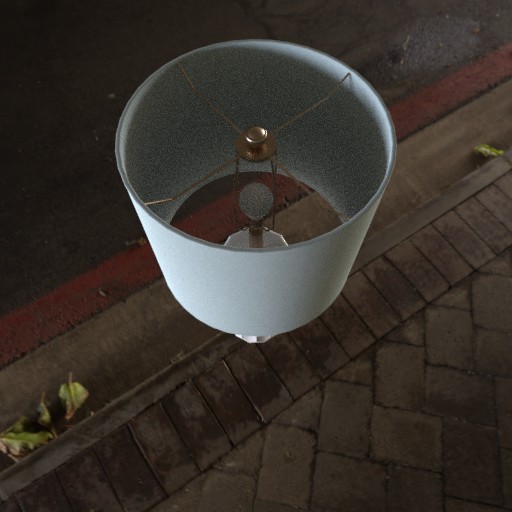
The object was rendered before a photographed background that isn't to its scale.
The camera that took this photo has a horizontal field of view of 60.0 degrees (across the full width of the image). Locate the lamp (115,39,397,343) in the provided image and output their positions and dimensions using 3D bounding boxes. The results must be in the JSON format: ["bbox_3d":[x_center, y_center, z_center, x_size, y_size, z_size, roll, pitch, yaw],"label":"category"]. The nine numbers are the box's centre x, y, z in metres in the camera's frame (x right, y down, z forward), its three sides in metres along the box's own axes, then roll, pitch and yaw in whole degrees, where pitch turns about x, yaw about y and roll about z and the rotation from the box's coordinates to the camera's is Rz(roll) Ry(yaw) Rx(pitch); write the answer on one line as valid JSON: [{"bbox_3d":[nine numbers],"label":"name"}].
[{"bbox_3d":[0.000,0.000,0.676,0.277,0.534,0.277,-2,62,-1],"label":"lamp"}]
